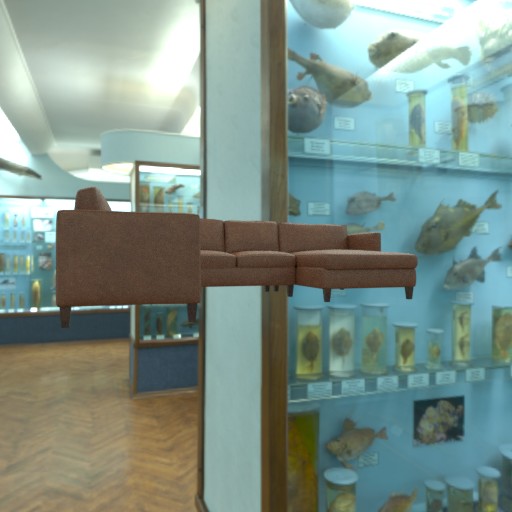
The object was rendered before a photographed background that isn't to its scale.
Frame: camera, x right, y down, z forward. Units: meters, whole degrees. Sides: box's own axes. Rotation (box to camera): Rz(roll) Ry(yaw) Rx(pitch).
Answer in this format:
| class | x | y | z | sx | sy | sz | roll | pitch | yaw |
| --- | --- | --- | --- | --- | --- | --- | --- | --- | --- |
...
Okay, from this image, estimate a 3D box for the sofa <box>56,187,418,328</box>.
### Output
| class | x | y | z | sx | sy | sz | roll | pitch | yaw |
| --- | --- | --- | --- | --- | --- | --- | --- | --- | --- |
| sofa | 0.000 | 0.000 | 4.487 | 3.460 | 0.923 | 2.593 | 0 | 0 | -18 |
